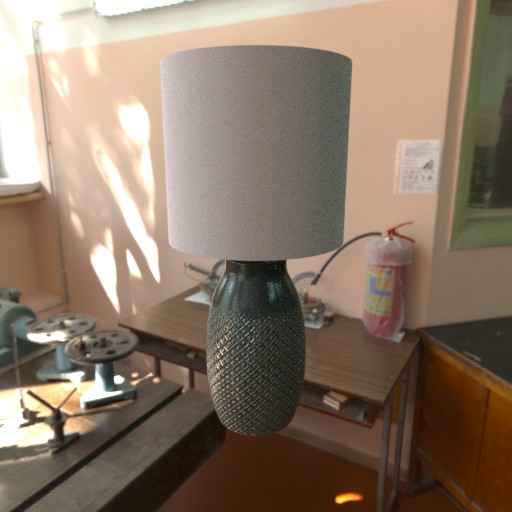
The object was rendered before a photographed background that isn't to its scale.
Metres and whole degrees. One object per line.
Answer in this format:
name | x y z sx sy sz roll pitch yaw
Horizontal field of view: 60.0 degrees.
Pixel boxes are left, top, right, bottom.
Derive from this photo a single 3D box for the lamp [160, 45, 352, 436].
lamp | 0.000 0.000 0.565 0.217 0.453 0.217 -7 16 -25
